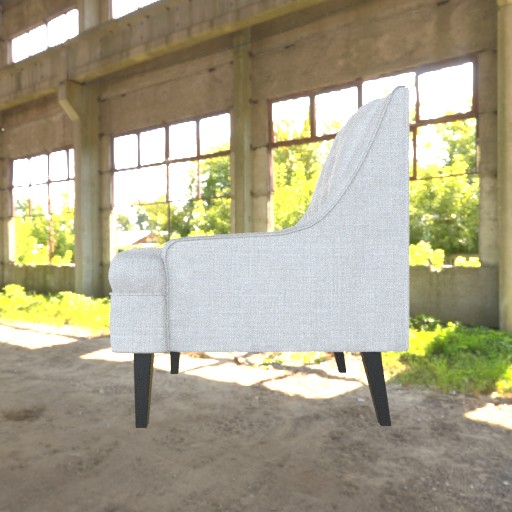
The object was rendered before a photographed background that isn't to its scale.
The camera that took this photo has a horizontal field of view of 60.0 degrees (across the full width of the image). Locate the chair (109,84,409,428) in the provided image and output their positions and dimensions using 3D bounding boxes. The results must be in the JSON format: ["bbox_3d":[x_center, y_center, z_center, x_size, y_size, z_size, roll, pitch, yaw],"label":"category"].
[{"bbox_3d":[0.000,0.000,1.426,0.772,0.891,0.658,0,0,-1],"label":"chair"}]
